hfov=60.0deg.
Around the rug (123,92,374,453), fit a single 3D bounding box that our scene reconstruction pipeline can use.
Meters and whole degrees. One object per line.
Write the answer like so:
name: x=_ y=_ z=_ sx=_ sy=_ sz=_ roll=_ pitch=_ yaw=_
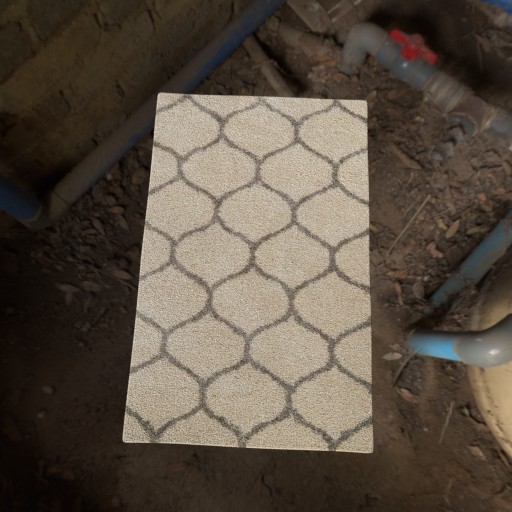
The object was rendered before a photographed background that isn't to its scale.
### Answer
rug: x=0.000 y=0.000 z=2.911 sx=1.501 sy=0.024 sz=2.348 roll=2 pitch=77 yaw=1
